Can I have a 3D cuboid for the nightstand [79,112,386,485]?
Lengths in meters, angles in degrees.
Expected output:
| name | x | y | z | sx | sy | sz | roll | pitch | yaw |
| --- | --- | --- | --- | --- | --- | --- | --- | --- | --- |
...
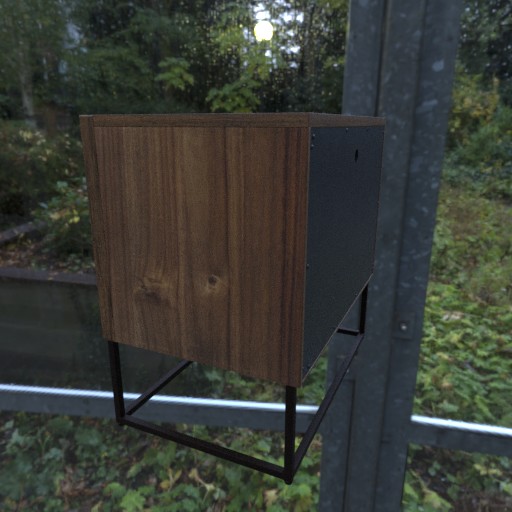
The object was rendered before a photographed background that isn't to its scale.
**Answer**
| name | x | y | z | sx | sy | sz | roll | pitch | yaw |
| --- | --- | --- | --- | --- | --- | --- | --- | --- | --- |
| nightstand | 0.000 | 0.000 | 1.018 | 0.437 | 0.610 | 0.610 | 8 | 18 | 24 |
